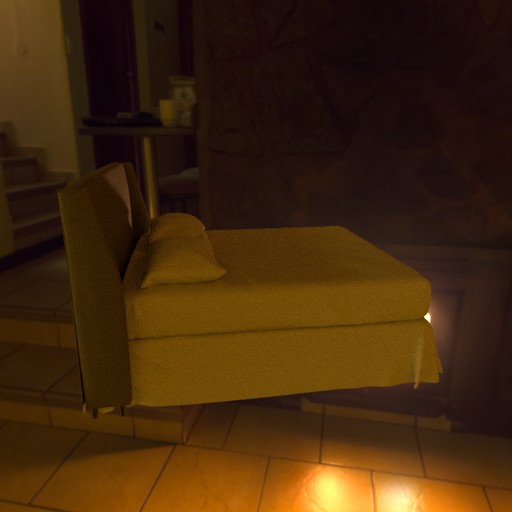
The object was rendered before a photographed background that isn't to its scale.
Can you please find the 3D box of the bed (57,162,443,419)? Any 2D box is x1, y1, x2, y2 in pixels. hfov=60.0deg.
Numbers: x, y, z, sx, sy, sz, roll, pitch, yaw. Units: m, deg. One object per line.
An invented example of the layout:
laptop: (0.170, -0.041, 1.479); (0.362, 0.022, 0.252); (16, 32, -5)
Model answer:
bed: (0.000, 0.000, 3.386); (2.276, 1.332, 1.925); (-2, 16, -8)
